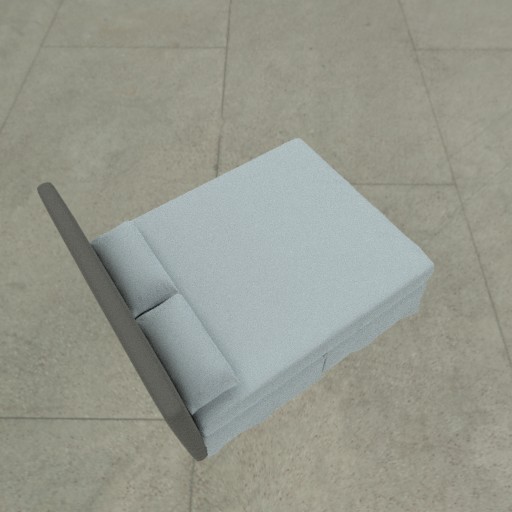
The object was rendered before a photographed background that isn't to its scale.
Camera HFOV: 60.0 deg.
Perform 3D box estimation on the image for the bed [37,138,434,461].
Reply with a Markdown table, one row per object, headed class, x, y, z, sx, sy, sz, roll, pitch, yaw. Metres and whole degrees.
| class | x | y | z | sx | sy | sz | roll | pitch | yaw |
| --- | --- | --- | --- | --- | --- | --- | --- | --- | --- |
| bed | 0.000 | 0.000 | 3.188 | 2.142 | 1.330 | 1.748 | -30 | 62 | -18 |
